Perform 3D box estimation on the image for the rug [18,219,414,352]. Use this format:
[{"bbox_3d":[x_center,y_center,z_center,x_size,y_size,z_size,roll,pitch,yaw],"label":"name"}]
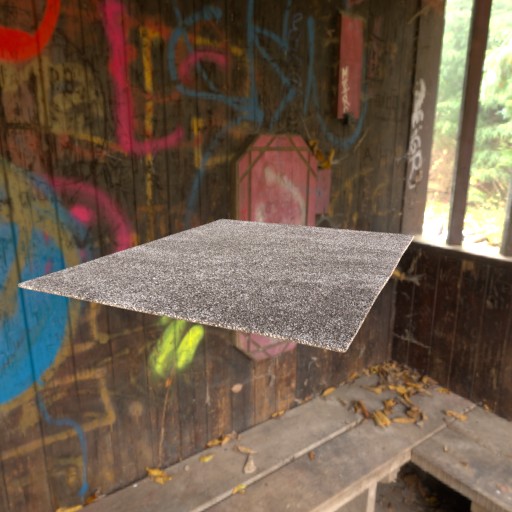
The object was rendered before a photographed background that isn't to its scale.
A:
[{"bbox_3d":[0.000,0.000,4.012,2.401,0.025,3.000,7,16,24],"label":"rug"}]
